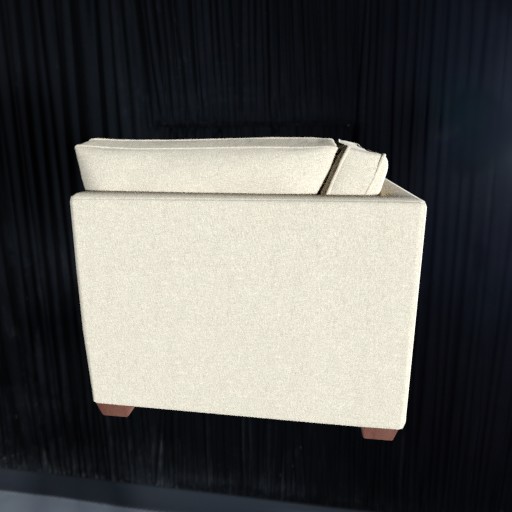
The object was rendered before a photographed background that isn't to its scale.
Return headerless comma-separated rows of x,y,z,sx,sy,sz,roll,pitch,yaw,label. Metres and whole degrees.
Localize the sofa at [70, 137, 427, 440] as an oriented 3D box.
0.000,0.000,1.936,1.146,1.002,1.084,2,15,8,sofa
